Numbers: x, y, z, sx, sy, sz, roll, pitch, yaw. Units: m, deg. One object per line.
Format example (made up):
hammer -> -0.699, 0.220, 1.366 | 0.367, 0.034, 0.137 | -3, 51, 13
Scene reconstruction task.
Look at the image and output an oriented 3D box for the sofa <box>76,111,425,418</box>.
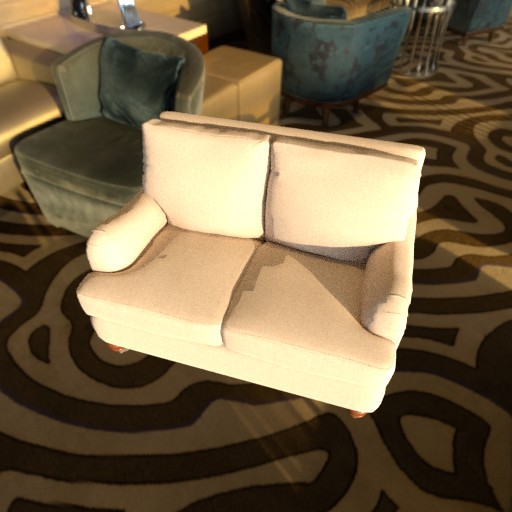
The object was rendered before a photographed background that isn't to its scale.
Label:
sofa -> 0.000, 0.000, 2.278 | 1.508, 1.048, 1.087 | 12, 43, 13
